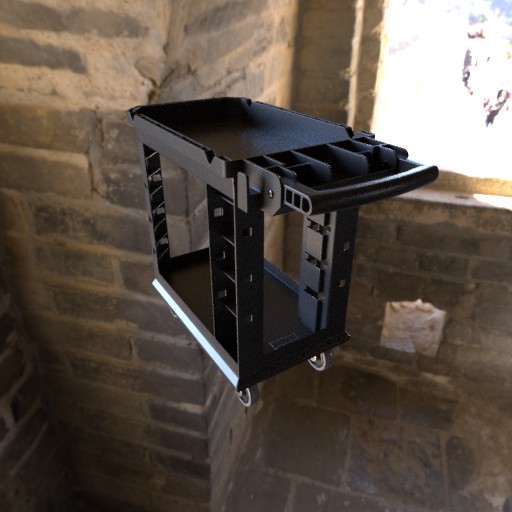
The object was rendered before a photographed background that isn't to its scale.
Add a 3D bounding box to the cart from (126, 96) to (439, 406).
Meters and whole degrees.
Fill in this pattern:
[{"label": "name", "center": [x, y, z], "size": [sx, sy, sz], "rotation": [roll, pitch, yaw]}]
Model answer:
[{"label": "cart", "center": [0.000, 0.000, 1.548], "size": [0.497, 0.884, 1.061], "rotation": [-17, 33, -28]}]
